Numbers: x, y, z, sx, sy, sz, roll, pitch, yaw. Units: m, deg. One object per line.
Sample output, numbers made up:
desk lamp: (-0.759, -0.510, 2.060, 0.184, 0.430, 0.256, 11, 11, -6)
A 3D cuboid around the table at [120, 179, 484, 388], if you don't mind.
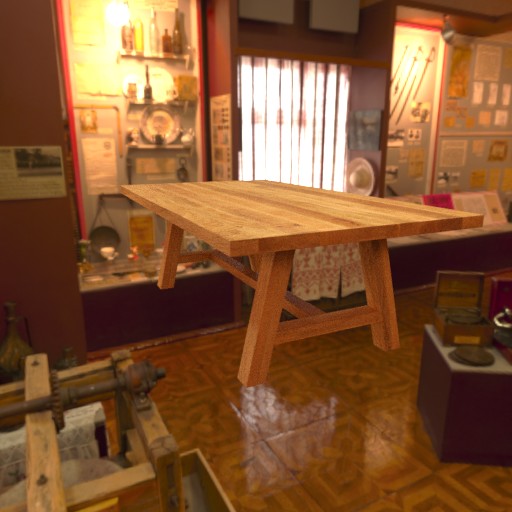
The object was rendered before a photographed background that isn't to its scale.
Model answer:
table: (0.000, 0.000, 1.693, 0.760, 0.455, 1.320, -7, 16, -25)
